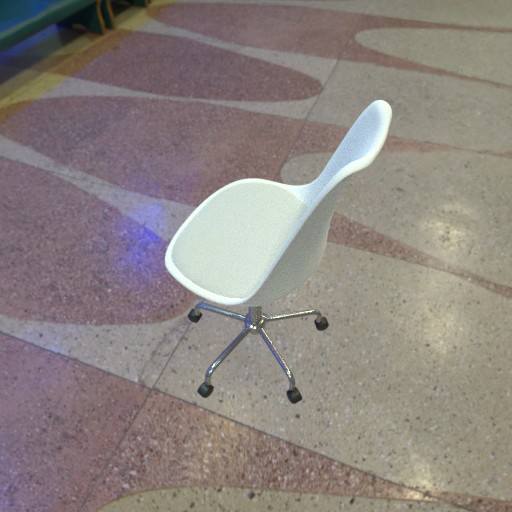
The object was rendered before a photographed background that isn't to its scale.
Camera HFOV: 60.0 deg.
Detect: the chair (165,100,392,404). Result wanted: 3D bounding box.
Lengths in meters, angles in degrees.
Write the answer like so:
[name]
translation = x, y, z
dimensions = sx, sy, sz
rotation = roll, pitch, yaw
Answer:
[chair]
translation = 0.000, 0.000, 1.276
dimensions = 0.550, 0.930, 0.550
rotation = 18, 50, 16
